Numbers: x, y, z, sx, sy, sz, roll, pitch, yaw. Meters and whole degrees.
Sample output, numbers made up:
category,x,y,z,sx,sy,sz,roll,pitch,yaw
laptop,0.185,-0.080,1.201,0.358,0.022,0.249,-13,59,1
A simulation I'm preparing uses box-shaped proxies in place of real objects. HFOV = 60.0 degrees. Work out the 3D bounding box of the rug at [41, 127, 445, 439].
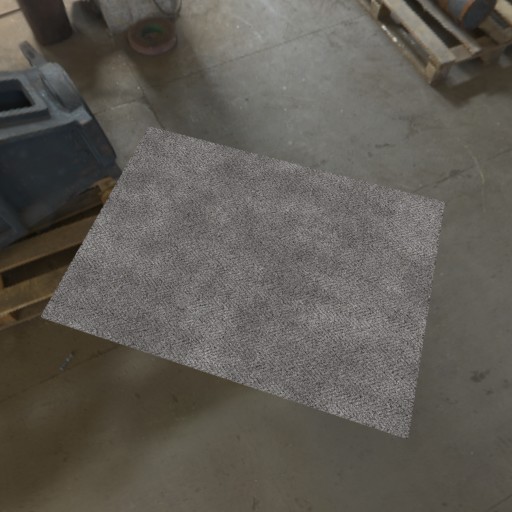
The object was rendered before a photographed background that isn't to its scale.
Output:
category,x,y,z,sx,sy,sz,roll,pitch,yaw
rug,0.000,0.000,2.882,2.235,0.008,1.600,16,64,8
